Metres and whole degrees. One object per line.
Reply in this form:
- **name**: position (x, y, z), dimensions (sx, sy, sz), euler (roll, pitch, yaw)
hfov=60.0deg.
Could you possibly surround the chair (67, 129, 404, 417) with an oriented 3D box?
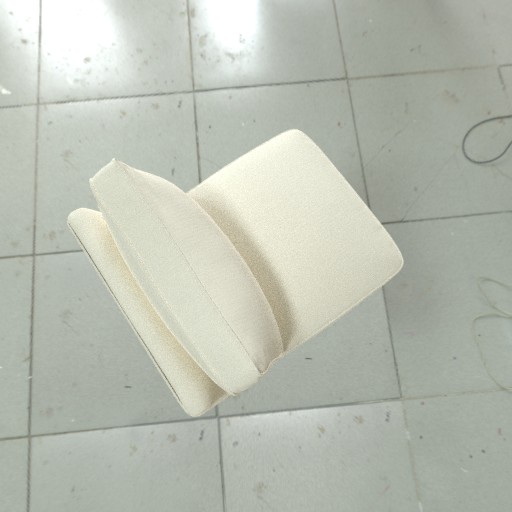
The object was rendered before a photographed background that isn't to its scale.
- **chair**: position (0.000, 0.000, 1.430), dimensions (0.781, 0.887, 0.630), euler (-34, 78, -8)
